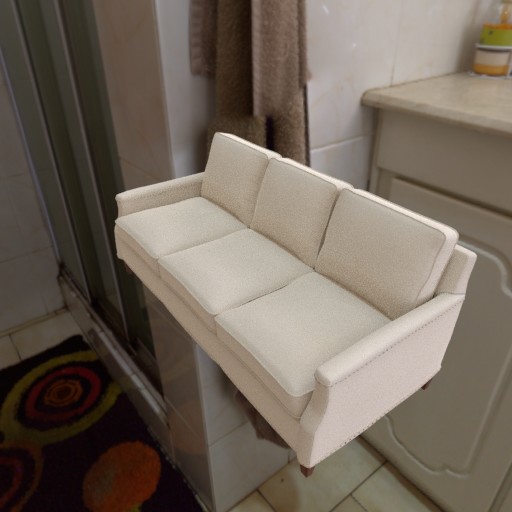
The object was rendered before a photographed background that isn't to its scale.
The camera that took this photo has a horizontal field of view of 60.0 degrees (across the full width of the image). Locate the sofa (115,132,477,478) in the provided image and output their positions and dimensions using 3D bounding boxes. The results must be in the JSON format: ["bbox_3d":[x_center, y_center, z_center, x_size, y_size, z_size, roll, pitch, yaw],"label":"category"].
[{"bbox_3d":[0.000,0.000,2.783,1.084,1.003,2.246,-21,37,-30],"label":"sofa"}]
